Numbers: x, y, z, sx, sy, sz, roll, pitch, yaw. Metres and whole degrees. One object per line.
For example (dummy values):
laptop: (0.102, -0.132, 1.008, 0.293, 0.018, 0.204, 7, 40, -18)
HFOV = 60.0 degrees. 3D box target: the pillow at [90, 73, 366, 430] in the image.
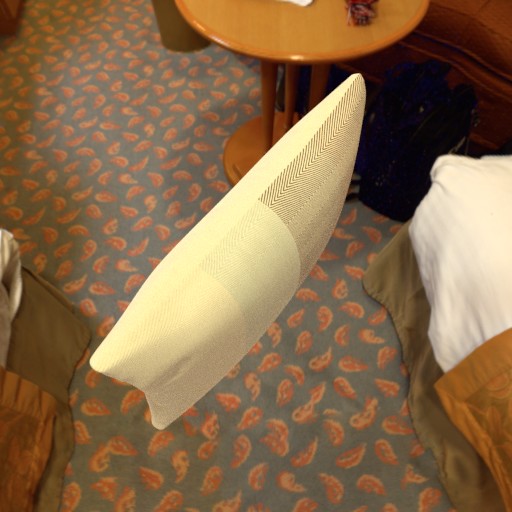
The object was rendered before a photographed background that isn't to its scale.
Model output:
pillow: (0.000, 0.000, 0.629, 0.139, 0.305, 0.506, 31, 64, 18)
